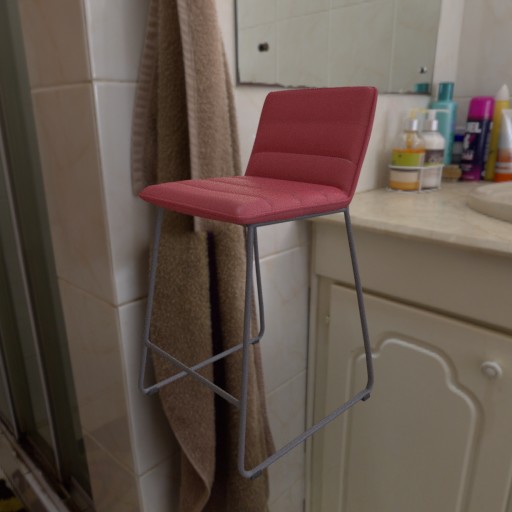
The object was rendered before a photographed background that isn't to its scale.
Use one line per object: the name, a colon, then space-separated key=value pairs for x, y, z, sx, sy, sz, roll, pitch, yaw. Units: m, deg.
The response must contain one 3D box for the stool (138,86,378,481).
stool: x=0.000 y=0.000 z=1.193 sx=0.524 sy=0.866 sz=0.489 roll=-16 pitch=23 yaw=-41
